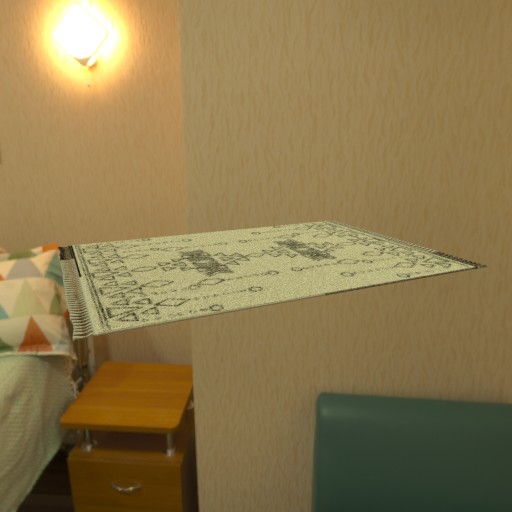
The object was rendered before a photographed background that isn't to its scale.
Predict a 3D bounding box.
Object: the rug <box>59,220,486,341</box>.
[{"bbox_3d":[0.000,0.000,2.876,2.312,0.013,1.600,-7,17,-24],"label":"rug"}]
